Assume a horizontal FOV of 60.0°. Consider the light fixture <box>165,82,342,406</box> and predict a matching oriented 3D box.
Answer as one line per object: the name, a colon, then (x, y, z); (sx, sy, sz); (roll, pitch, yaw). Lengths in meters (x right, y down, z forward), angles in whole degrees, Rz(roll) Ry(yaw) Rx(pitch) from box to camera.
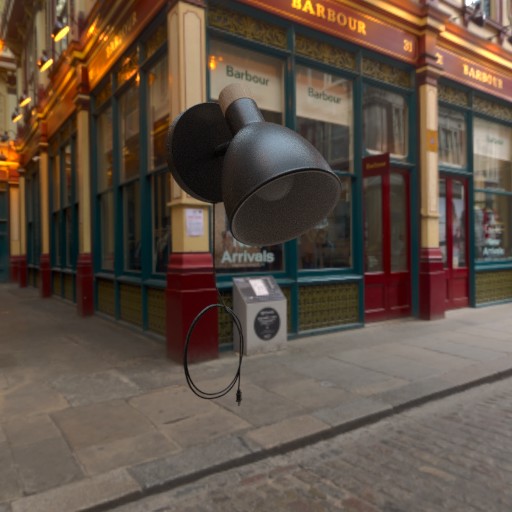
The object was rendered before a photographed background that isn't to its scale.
light fixture: (0.000, 0.000, 0.494); (0.127, 0.401, 0.203); (-1, 1, -36)
